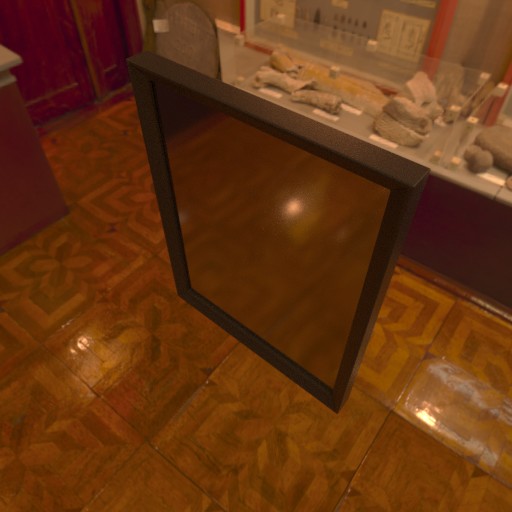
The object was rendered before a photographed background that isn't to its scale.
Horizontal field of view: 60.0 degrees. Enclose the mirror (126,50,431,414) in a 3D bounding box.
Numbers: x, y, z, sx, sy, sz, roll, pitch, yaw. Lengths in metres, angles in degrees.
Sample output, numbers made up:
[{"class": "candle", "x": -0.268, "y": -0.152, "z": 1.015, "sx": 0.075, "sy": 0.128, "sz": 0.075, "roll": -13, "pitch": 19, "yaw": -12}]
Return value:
[{"class": "mirror", "x": 0.000, "y": 0.000, "z": 0.687, "sx": 0.406, "sy": 0.509, "sz": 0.041, "roll": 32, "pitch": 55, "yaw": 25}]
